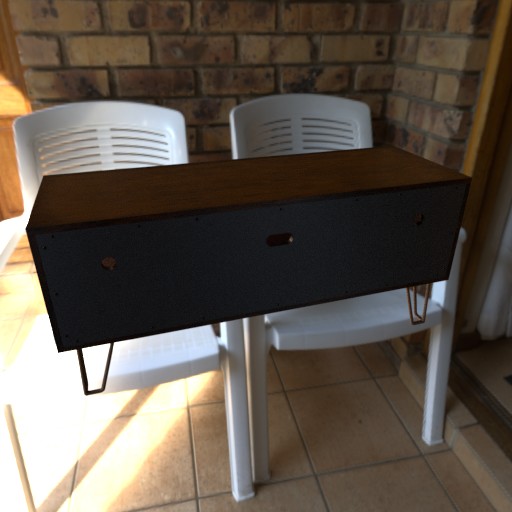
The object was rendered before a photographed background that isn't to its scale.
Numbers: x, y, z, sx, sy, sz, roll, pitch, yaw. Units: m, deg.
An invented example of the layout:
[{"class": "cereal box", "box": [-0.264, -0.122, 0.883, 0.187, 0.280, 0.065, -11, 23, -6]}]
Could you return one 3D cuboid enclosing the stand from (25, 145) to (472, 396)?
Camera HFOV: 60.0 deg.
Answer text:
[{"class": "stand", "box": [0.000, 0.000, 1.642, 1.372, 0.610, 0.481, -8, 29, -16]}]
